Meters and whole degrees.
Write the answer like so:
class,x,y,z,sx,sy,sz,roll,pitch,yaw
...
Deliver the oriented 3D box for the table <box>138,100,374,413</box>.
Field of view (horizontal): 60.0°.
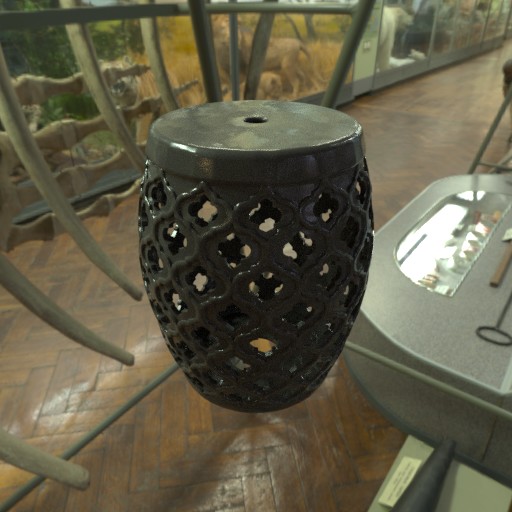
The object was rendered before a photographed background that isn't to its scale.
class,x,y,z,sx,sy,sz,roll,pitch,yaw
table,0.000,0.000,0.644,0.325,0.388,0.325,0,31,0
